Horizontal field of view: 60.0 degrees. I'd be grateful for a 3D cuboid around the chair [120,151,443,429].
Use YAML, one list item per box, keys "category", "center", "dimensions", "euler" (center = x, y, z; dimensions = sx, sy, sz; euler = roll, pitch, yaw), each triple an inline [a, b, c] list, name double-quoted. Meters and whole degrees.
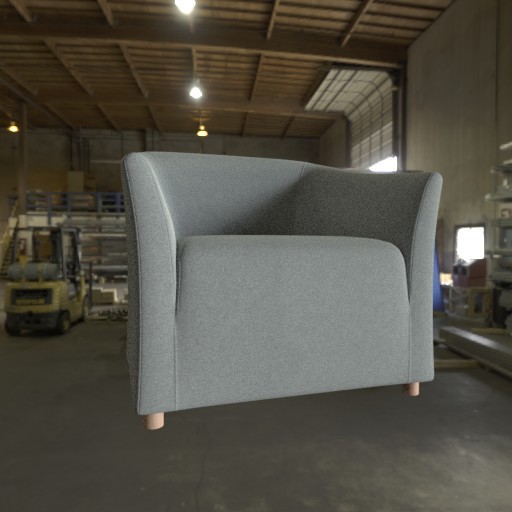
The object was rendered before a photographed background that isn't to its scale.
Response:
- category: "chair"
  center: [0.000, 0.000, 1.336]
  dimensions: [0.790, 0.720, 0.700]
  euler: [0, 1, -19]
